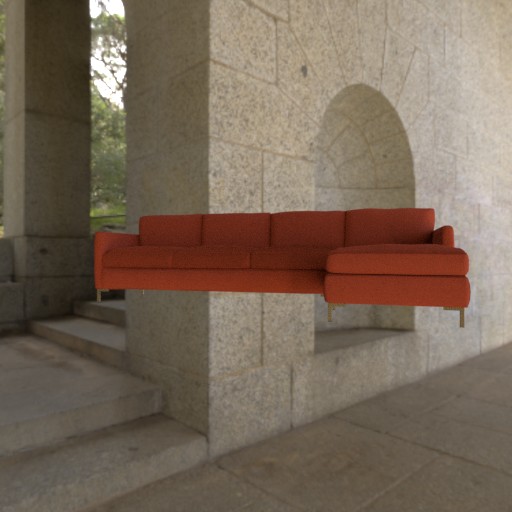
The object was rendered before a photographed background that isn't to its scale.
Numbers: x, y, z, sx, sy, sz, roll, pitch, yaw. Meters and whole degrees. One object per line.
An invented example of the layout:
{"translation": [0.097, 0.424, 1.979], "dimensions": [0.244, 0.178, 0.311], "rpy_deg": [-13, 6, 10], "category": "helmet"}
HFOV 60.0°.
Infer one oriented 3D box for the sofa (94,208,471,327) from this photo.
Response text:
{"translation": [0.000, 0.000, 3.536], "dimensions": [2.932, 0.810, 1.350], "rpy_deg": [0, 0, 17], "category": "sofa"}
